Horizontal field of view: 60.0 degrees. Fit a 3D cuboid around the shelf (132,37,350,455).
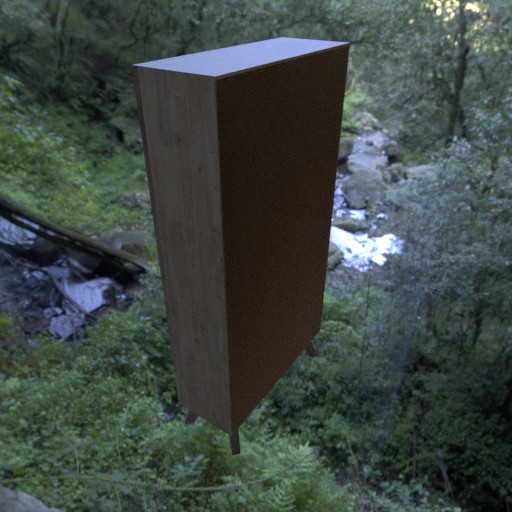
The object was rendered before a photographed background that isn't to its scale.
[{"bbox_3d":[0.000,0.000,1.745,0.308,1.471,0.748,20,37,29],"label":"shelf"}]
